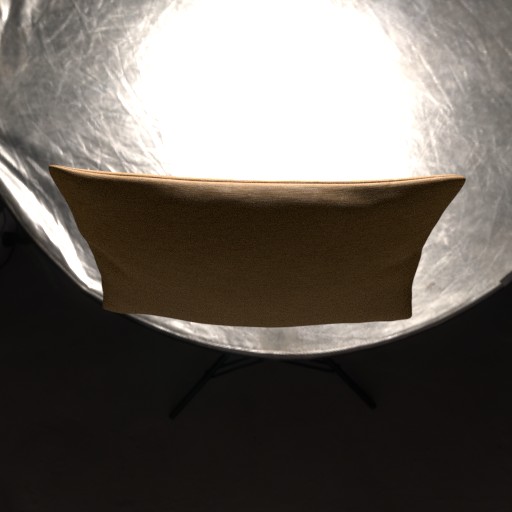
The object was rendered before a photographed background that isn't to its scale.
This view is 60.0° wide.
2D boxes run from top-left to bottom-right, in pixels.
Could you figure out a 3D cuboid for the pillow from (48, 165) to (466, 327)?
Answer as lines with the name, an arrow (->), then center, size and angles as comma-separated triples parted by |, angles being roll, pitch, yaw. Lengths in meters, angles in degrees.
pillow -> 0.000, 0.000, 0.782 | 0.634, 0.354, 0.210 | 1, 46, 1
